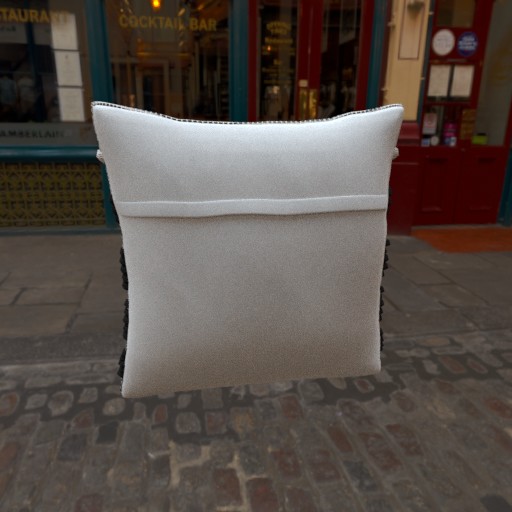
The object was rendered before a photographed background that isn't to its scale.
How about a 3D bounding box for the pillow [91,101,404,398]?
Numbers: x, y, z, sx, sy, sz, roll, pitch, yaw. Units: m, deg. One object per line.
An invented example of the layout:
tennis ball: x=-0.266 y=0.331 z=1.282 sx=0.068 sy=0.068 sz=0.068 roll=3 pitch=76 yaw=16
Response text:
pillow: x=0.000 y=0.000 z=0.670 sx=0.436 sy=0.438 sz=0.156 roll=-3 pitch=17 yaw=-10
